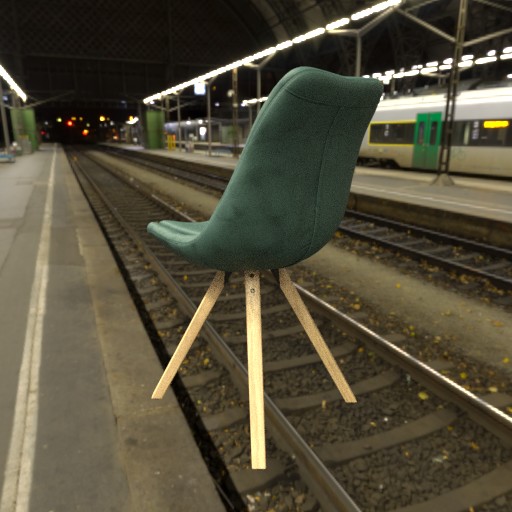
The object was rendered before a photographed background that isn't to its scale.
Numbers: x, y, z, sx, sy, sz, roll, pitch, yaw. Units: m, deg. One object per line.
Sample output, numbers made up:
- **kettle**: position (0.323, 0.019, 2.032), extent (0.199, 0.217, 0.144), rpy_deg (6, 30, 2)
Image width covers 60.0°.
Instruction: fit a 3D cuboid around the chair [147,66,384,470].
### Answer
- **chair**: position (0.000, 0.000, 1.183), extent (0.483, 0.865, 0.547), rpy_deg (-15, 21, -43)
